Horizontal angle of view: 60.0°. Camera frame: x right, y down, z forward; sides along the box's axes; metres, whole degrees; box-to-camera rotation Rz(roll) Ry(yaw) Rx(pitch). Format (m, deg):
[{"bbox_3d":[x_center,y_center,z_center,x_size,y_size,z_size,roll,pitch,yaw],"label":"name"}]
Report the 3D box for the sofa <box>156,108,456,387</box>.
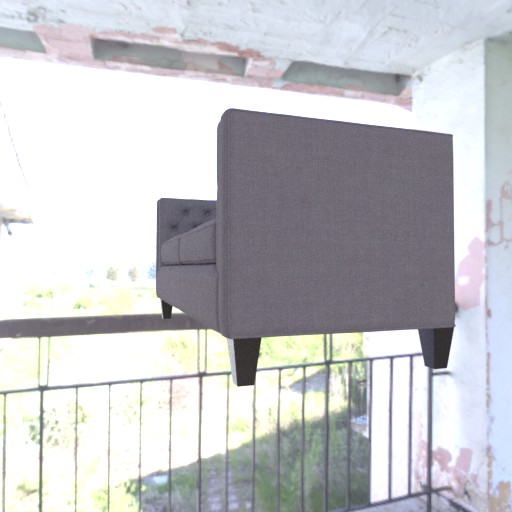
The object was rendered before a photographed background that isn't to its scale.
[{"bbox_3d":[0.000,0.000,2.144,0.775,0.762,1.778,0,-2,-19],"label":"sofa"}]
